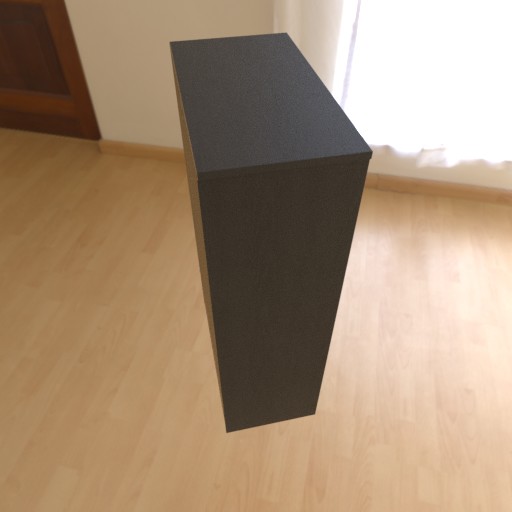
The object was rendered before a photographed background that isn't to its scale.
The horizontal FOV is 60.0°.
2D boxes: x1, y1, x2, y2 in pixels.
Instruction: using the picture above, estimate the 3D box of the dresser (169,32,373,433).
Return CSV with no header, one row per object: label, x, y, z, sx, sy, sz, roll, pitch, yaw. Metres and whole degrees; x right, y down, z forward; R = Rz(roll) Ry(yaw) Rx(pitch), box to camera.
dresser,0.000,0.000,1.592,0.399,1.255,0.704,-9,46,-8
